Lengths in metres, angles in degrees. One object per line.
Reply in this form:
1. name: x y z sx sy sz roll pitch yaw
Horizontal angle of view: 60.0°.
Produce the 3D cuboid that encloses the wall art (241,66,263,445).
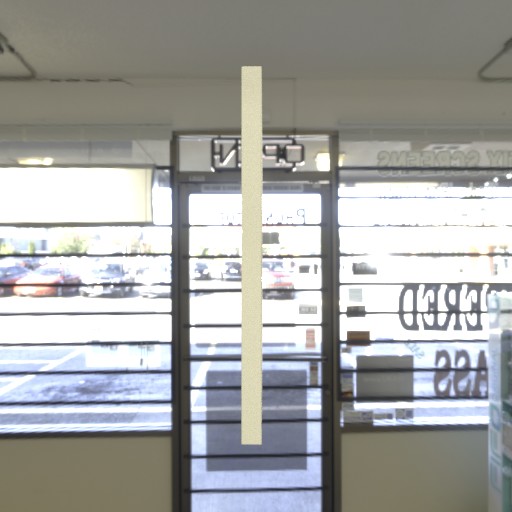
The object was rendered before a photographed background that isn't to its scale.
1. wall art: 0.000 0.000 1.176 0.033 0.617 0.906 0 0 1
